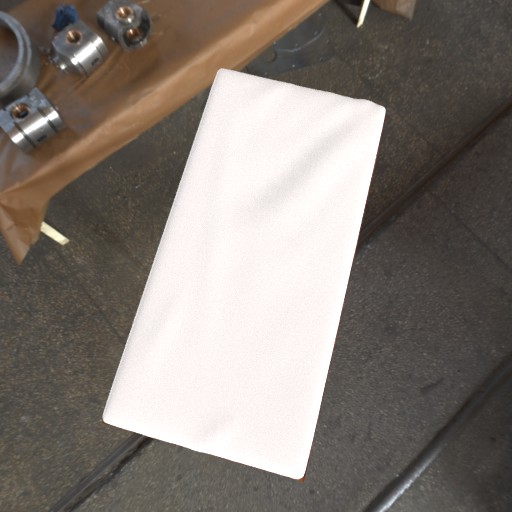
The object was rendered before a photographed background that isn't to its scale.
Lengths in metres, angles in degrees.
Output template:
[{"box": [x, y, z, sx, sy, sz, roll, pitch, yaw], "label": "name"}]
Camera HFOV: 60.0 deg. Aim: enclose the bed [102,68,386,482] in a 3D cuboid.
[{"box": [0.000, 0.000, 2.182, 0.940, 0.312, 1.860, 15, 77, 4], "label": "bed"}]
